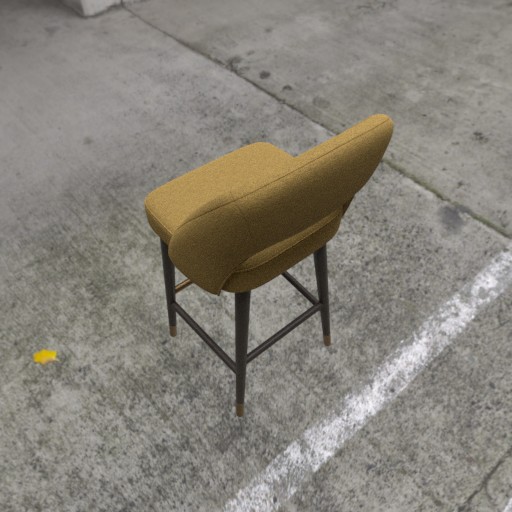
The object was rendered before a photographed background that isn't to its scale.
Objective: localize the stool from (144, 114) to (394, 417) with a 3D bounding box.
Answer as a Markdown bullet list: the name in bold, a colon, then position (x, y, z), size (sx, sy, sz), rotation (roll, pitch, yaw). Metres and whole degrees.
- **stool**: position (0.000, 0.000, 1.342), size (0.536, 1.032, 0.522), rotation (-32, 55, -26)
